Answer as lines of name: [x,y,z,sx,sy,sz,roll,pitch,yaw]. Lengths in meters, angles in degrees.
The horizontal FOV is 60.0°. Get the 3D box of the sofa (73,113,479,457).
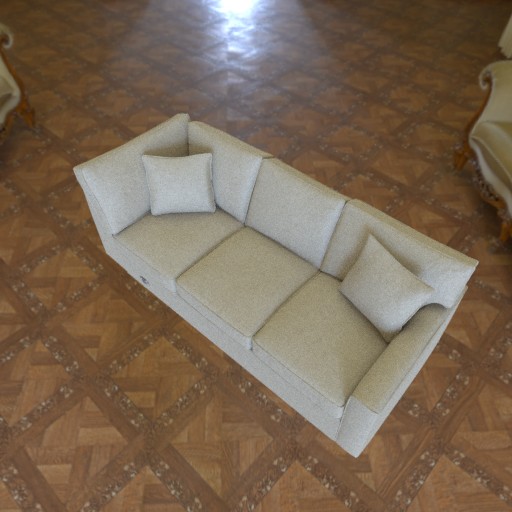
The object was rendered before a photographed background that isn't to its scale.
sofa: [0.000,0.000,2.873,2.323,0.948,1.053,33,55,27]
